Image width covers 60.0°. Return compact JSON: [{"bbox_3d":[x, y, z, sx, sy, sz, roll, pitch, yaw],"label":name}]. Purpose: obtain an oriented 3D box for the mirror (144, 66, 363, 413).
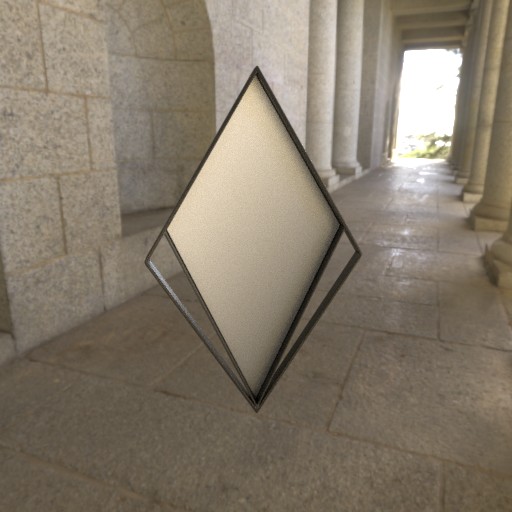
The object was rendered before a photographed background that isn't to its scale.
[{"bbox_3d":[0.000,0.000,0.858,0.419,0.679,0.032,-2,16,-7],"label":"mirror"}]
